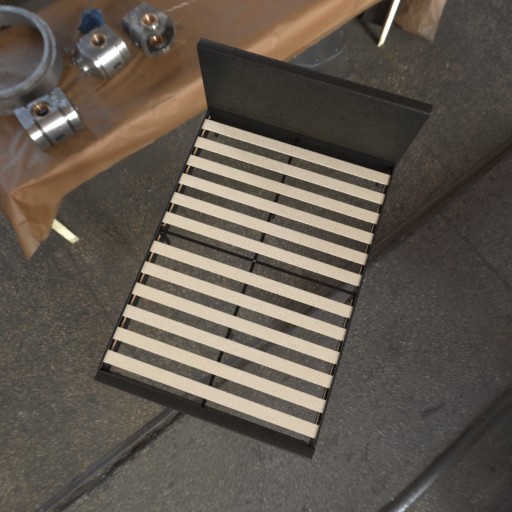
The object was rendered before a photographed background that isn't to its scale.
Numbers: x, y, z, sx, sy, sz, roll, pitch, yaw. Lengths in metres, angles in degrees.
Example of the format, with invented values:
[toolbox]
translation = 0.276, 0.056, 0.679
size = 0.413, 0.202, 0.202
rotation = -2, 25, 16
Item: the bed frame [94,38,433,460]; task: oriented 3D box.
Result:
[bed frame]
translation = 0.000, 0.000, 2.892
size = 1.469, 1.046, 2.152
rotation = 18, 76, 5
